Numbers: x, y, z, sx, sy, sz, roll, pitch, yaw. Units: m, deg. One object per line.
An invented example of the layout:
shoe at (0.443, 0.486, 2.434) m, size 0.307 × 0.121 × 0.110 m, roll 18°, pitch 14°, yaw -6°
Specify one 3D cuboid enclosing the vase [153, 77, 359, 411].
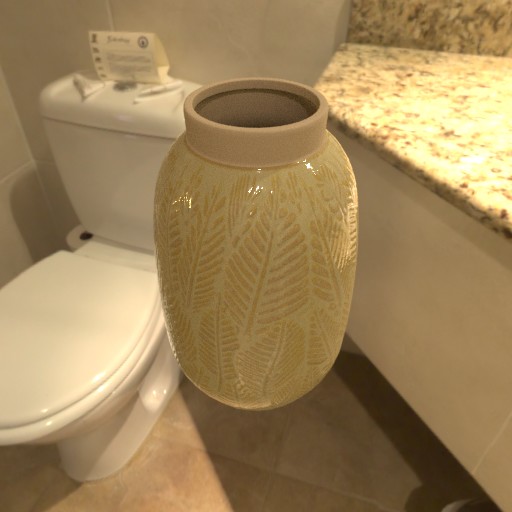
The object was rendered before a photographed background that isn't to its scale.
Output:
vase at (0.000, 0.000, 0.382) m, size 0.172 × 0.270 × 0.172 m, roll 0°, pitch 40°, yaw 0°
